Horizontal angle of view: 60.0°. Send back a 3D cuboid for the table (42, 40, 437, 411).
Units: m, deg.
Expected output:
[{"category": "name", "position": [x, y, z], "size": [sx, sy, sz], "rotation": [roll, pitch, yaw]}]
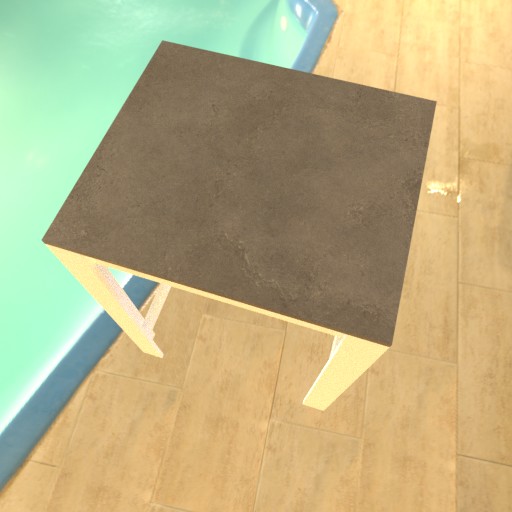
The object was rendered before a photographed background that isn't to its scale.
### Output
[{"category": "table", "position": [0.000, 0.000, 1.556], "size": [0.800, 1.020, 0.700], "rotation": [16, 65, 8]}]
